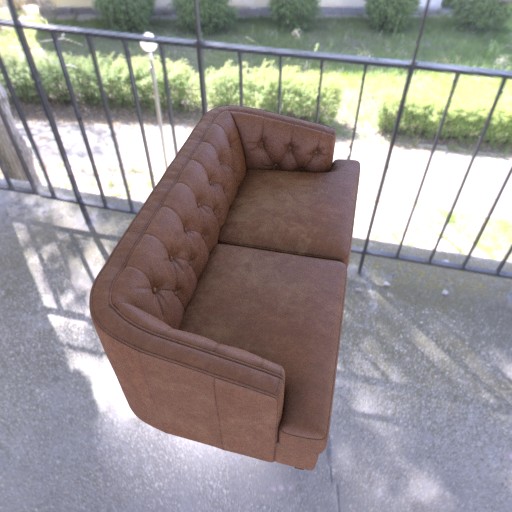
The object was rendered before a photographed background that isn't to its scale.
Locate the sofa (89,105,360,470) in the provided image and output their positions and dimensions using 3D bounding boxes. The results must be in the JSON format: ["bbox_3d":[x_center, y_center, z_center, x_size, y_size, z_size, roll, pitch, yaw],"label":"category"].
[{"bbox_3d":[0.000,0.000,2.210,0.914,0.786,1.755,9,46,9],"label":"sofa"}]
